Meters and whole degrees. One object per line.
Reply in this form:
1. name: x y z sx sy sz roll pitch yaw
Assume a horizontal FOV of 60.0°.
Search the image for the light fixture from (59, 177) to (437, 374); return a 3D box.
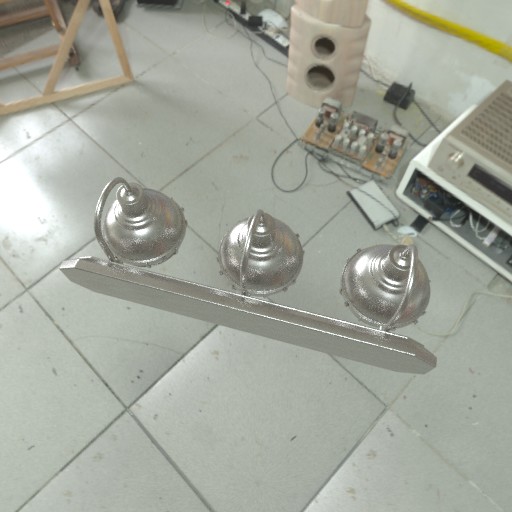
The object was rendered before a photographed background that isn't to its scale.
1. light fixture: 0.000 0.000 0.769 0.634 0.254 0.229 14 64 7
